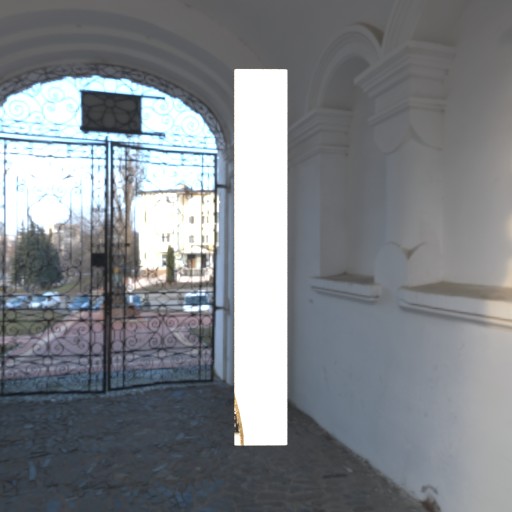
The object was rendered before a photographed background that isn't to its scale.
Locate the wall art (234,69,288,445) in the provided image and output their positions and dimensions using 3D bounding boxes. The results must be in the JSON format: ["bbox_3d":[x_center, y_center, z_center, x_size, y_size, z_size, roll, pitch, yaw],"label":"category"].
[{"bbox_3d":[0.000,0.000,0.491,0.039,0.254,0.384,0,0,-1],"label":"wall art"}]
